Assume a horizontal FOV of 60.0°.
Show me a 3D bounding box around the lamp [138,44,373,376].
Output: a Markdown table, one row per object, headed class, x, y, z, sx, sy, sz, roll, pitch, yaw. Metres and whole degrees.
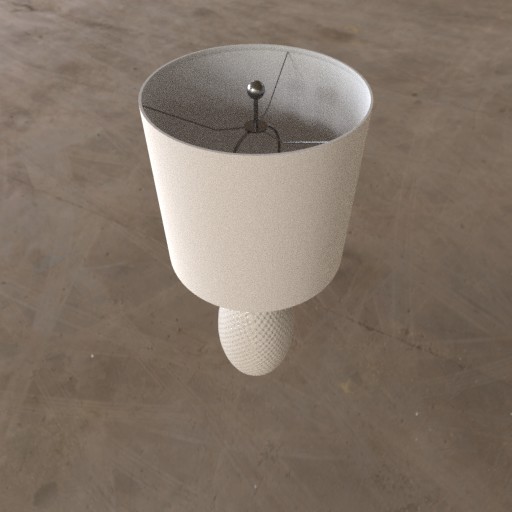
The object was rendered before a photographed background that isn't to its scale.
| class | x | y | z | sx | sy | sz | roll | pitch | yaw |
| --- | --- | --- | --- | --- | --- | --- | --- | --- | --- |
| lamp | 0.000 | 0.000 | 0.575 | 0.214 | 0.466 | 0.214 | -32 | 54 | -27 |
